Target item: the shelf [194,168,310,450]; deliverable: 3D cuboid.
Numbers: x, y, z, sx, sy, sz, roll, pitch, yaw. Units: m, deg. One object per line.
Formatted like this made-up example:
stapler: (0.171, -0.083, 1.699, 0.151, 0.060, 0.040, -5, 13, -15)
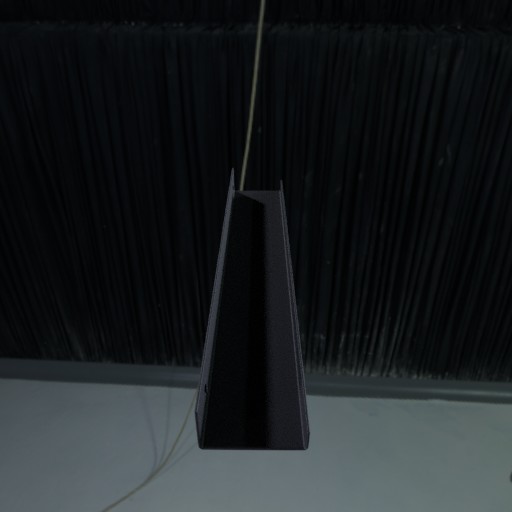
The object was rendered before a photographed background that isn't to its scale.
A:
shelf: (0.000, 0.000, 0.652, 0.102, 0.053, 0.605, 0, 31, 0)
